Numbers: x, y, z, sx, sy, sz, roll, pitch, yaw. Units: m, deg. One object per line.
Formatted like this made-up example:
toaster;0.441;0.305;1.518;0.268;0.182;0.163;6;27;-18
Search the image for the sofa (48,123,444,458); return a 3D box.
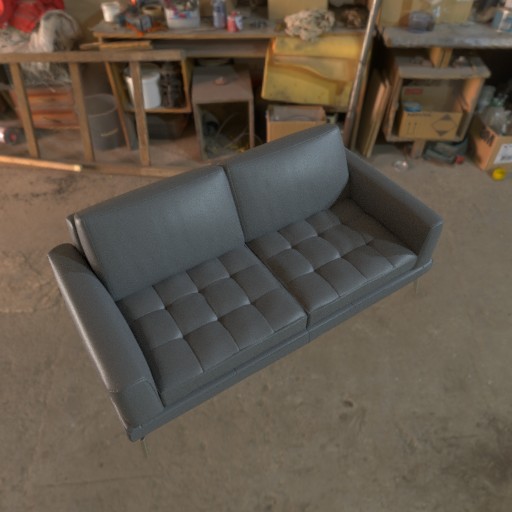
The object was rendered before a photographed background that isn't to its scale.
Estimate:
sofa;0.000;0.000;2.711;2.177;0.930;1.121;-25;51;-22
